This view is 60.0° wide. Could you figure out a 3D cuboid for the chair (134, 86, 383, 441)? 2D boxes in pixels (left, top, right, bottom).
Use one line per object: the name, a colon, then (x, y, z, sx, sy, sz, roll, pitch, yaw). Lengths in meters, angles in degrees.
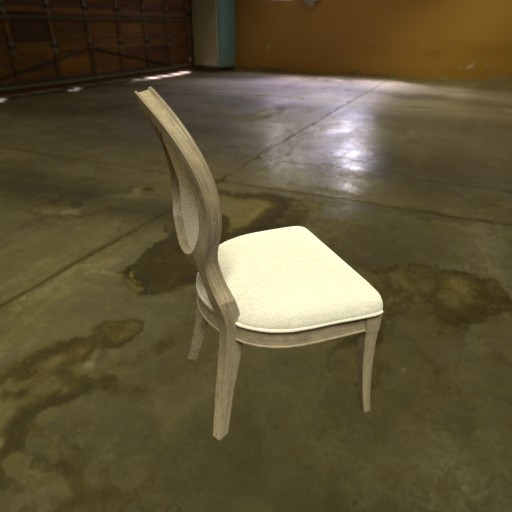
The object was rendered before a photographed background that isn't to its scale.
chair: (0.000, 0.000, 1.351, 0.602, 0.990, 0.558, -10, 29, -18)
